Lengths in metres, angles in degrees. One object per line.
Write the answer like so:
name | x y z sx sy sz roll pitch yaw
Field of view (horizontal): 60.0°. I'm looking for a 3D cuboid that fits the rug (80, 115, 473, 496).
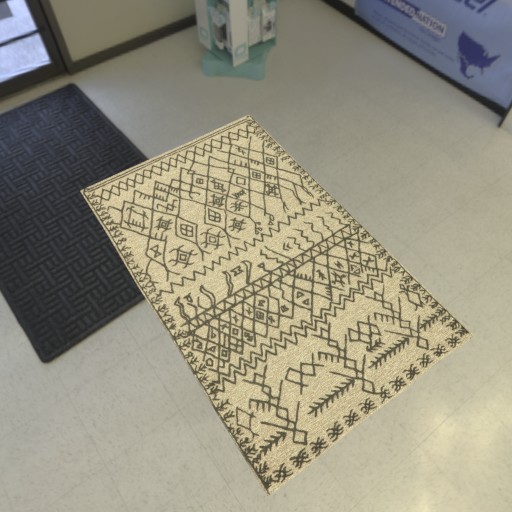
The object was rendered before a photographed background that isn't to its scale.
rug | 0.000 0.000 3.003 1.530 0.012 2.444 -30 62 -18
